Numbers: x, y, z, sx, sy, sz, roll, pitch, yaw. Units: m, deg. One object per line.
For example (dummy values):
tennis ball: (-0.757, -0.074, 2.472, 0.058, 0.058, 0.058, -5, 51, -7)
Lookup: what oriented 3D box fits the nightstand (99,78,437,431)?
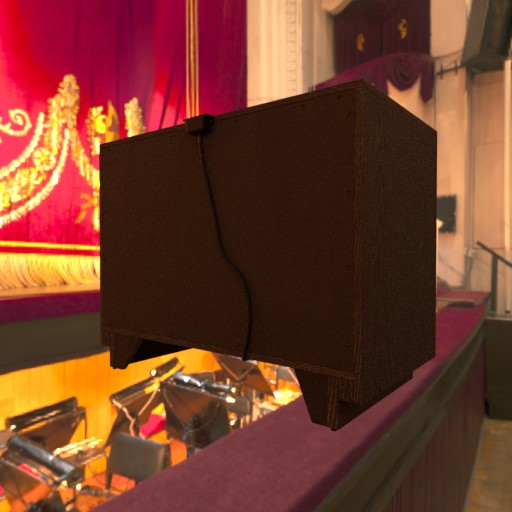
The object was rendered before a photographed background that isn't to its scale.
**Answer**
nightstand: (0.000, 0.000, 1.148, 0.775, 0.612, 0.457, 1, 1, 38)
